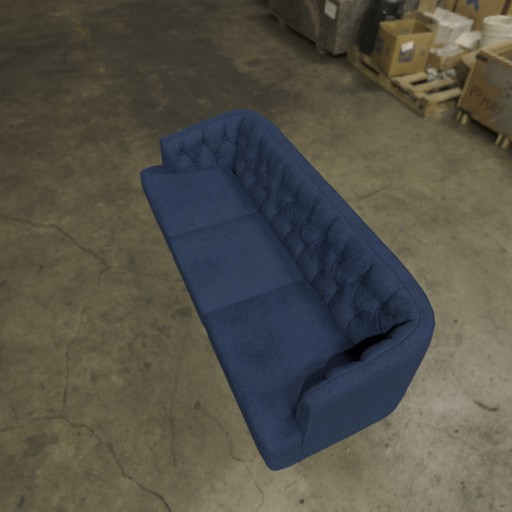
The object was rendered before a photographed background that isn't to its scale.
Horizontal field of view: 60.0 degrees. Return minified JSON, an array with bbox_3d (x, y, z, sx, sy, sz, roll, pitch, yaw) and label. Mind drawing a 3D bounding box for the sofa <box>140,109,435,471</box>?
[{"bbox_3d":[0.000,0.000,2.753,0.941,0.855,2.278,-18,49,-16],"label":"sofa"}]
